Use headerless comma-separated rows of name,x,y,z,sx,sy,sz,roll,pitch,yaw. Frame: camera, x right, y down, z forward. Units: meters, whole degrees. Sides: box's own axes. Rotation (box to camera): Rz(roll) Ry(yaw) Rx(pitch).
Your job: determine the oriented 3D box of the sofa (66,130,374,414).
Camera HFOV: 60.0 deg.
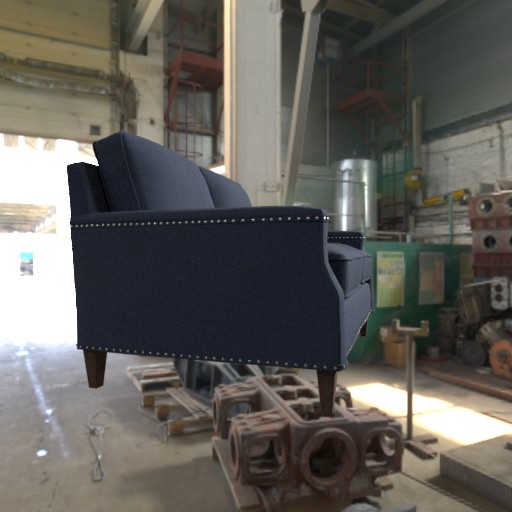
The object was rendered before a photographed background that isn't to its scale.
sofa,0.000,0.000,2.250,1.084,1.003,1.597,0,0,18
